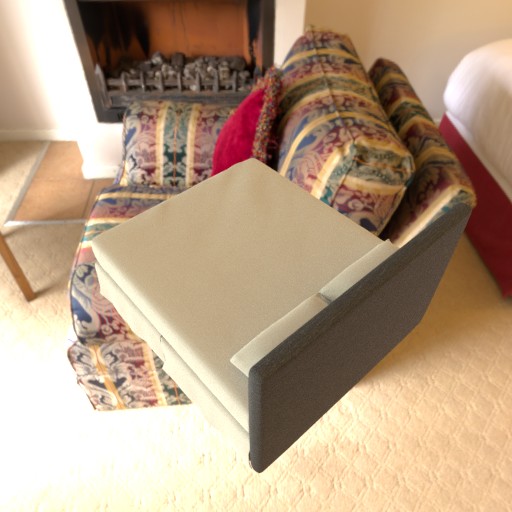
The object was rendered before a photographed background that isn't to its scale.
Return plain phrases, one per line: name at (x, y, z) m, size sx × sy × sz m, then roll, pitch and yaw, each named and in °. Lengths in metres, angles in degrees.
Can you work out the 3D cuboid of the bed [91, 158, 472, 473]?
bed at (0.000, 0.000, 3.381) m, size 1.884 × 1.330 × 2.142 m, roll -33°, pitch 55°, yaw -27°
